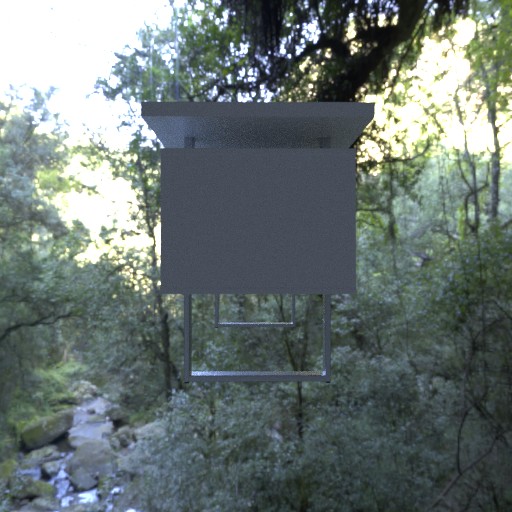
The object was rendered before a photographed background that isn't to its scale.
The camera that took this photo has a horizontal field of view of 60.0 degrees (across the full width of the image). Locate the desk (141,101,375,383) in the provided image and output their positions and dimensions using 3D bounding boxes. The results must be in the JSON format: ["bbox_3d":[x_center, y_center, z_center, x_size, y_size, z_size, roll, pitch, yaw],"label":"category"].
[{"bbox_3d":[0.000,0.000,1.898,0.603,0.773,1.530,0,-1,0],"label":"desk"}]
